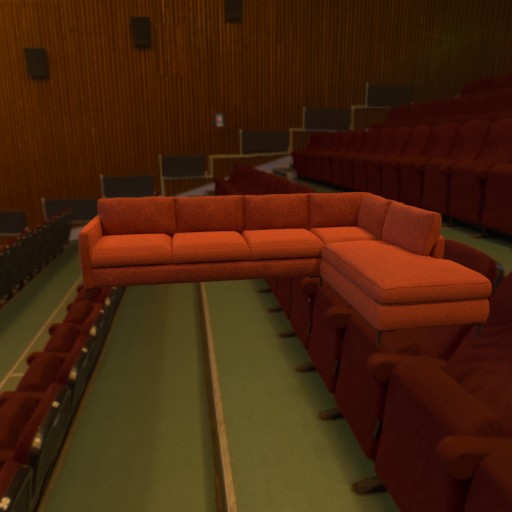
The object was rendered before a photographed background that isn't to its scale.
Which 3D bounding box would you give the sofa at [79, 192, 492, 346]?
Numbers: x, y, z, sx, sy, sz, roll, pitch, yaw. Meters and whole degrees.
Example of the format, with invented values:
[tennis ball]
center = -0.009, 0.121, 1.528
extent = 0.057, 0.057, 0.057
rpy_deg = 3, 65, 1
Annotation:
[sofa]
center = 0.000, 0.000, 3.451
extent = 2.736, 0.757, 1.879
rpy_deg = -3, 15, -10
